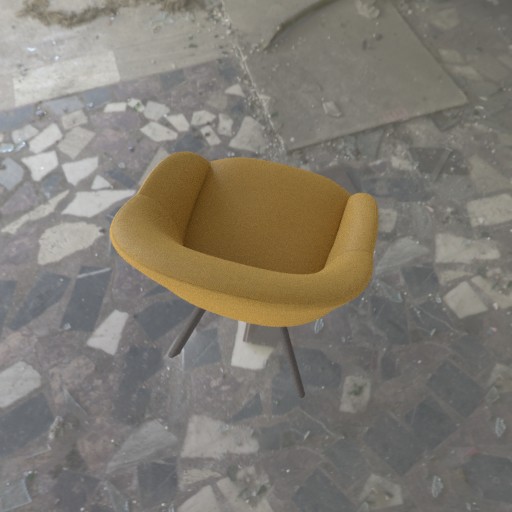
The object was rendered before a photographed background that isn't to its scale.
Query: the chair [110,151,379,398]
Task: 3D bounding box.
[{"bbox_3d":[0.000,0.000,1.199,0.551,0.793,0.583,15,63,8],"label":"chair"}]
